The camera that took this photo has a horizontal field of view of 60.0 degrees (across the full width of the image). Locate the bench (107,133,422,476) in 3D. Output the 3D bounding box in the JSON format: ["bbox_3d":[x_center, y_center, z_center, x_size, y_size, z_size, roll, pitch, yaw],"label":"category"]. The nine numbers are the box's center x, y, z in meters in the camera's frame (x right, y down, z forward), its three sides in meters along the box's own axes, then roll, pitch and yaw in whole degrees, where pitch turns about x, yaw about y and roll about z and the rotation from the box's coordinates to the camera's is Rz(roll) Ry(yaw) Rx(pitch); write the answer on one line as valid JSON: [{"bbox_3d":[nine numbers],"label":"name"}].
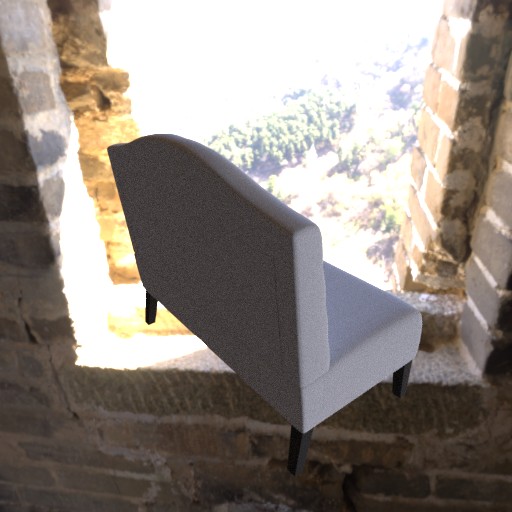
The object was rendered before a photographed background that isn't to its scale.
[{"bbox_3d":[0.000,0.000,2.060,0.815,1.180,1.335,-19,33,-33],"label":"bench"}]
